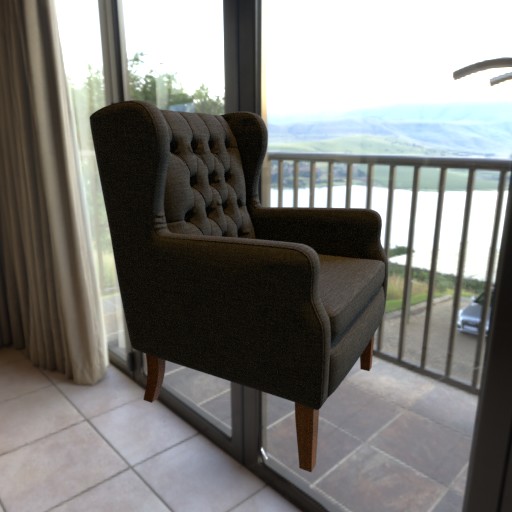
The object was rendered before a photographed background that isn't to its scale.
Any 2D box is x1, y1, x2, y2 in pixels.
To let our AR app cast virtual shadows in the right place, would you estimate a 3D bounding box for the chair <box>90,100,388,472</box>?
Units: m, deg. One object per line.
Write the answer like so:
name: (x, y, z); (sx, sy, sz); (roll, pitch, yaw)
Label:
chair: (0.000, 0.000, 1.470); (0.775, 0.953, 0.711); (8, 17, 27)
